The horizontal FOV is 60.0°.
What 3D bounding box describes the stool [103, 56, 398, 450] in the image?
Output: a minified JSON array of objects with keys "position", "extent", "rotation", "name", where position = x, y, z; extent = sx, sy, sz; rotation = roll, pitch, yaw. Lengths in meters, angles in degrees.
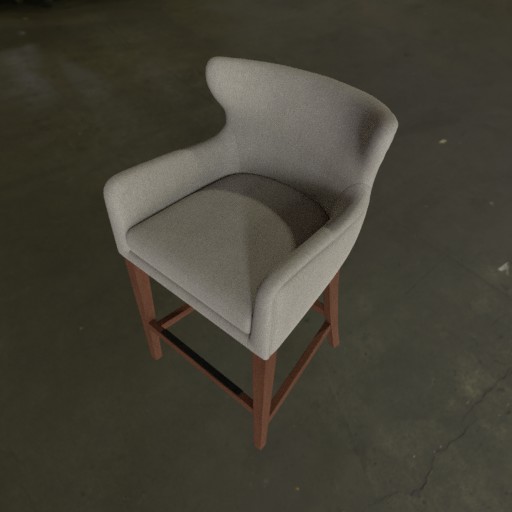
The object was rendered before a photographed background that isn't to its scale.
[{"position":[0.000,0.000,1.326],"extent":[0.575,0.951,0.575],"rotation":[31,52,28],"name":"stool"}]
